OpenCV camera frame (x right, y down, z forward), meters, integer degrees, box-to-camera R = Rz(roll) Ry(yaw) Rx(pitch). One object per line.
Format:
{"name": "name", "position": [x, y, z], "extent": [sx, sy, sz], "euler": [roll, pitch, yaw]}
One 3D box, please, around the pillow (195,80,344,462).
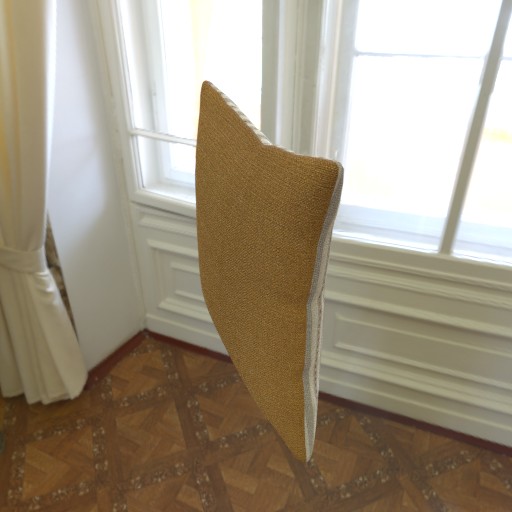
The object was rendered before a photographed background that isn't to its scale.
{"name": "pillow", "position": [0.000, 0.000, 0.667], "extent": [0.147, 0.437, 0.432], "euler": [-12, 33, -19]}
